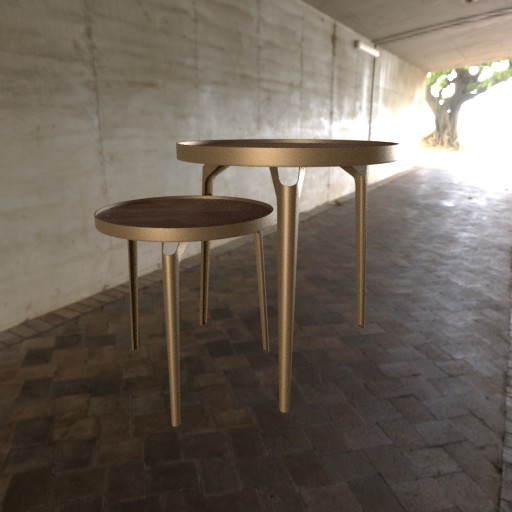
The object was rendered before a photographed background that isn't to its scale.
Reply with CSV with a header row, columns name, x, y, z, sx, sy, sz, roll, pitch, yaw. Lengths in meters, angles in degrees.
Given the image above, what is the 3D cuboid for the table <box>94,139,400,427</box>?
name,x,y,z,sx,sy,sz,roll,pitch,yaw
table,0.000,0.000,1.122,0.751,0.555,0.532,-8,18,-26
